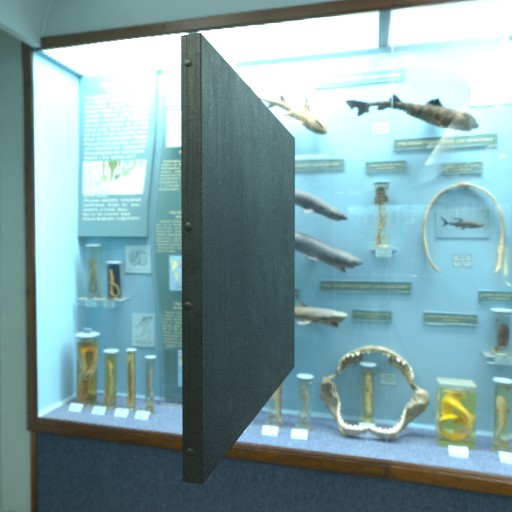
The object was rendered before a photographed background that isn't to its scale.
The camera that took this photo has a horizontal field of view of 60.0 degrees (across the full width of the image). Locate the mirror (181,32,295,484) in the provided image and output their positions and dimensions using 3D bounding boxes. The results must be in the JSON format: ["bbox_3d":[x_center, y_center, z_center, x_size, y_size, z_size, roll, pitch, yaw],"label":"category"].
[{"bbox_3d":[0.000,0.000,0.558,0.020,0.381,0.382,0,1,17],"label":"mirror"}]
